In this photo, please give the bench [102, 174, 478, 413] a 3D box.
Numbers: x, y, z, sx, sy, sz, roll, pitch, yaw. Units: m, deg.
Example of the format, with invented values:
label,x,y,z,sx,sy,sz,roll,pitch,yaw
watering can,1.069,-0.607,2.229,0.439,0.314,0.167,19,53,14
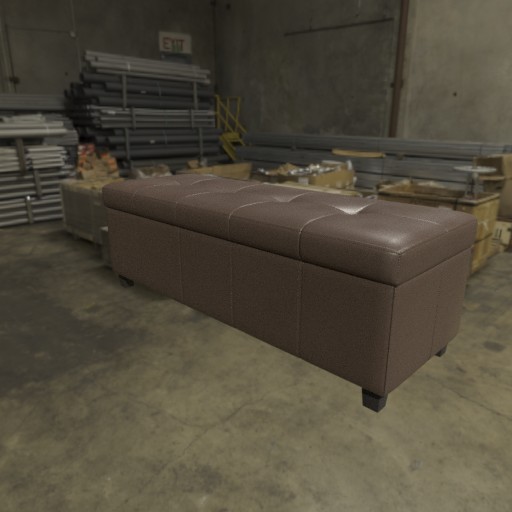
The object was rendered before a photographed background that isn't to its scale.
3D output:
label,x,y,z,sx,sy,sz,roll,pitch,yaw
bench,0.000,0.000,1.459,1.219,0.417,0.450,16,24,42
